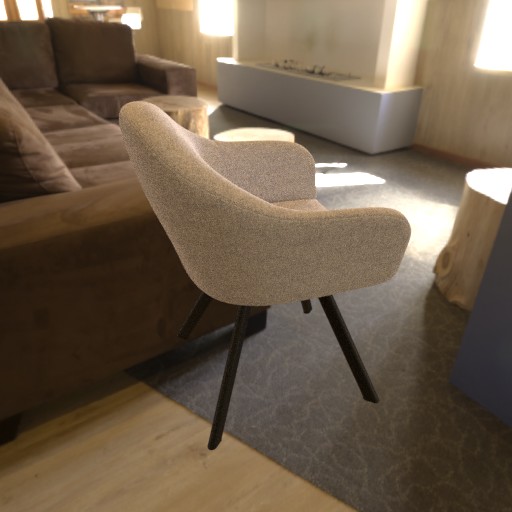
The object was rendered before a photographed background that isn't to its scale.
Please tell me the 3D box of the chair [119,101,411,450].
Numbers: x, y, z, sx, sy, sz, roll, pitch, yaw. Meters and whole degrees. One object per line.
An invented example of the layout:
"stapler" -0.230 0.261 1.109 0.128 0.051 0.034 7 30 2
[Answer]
"chair" 0.000 0.000 1.134 0.570 0.780 0.540 -10 32 -16
